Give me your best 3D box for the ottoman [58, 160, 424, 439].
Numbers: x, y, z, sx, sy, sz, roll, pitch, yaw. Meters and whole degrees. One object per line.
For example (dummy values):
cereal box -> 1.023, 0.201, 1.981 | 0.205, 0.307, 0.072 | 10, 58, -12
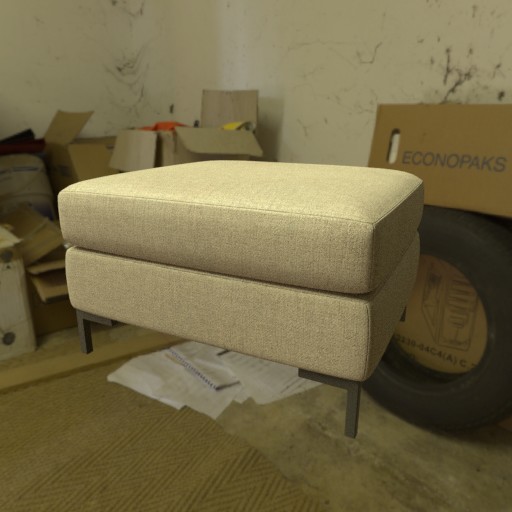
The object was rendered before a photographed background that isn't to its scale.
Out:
ottoman -> 0.000, 0.000, 1.250 | 0.820, 0.490, 0.671 | 9, 19, 25
